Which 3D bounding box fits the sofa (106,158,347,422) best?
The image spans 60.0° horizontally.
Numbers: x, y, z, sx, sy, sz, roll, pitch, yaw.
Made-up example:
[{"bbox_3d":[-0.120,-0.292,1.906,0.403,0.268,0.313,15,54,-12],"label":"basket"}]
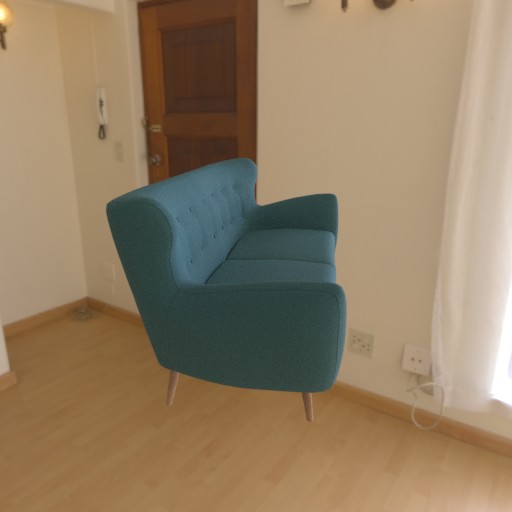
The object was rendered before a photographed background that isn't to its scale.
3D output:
[{"bbox_3d":[0.000,0.000,2.358,0.889,0.890,1.930,3,17,9],"label":"sofa"}]
